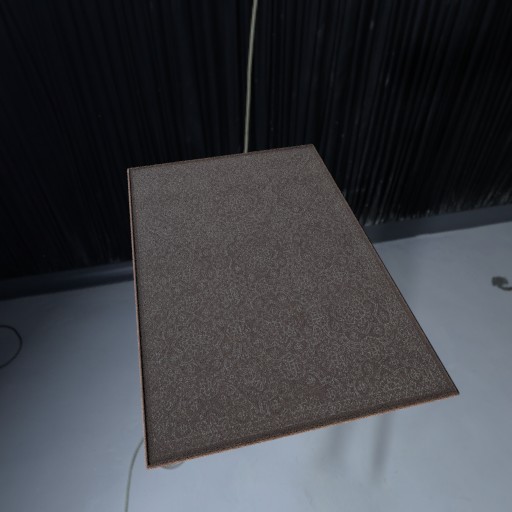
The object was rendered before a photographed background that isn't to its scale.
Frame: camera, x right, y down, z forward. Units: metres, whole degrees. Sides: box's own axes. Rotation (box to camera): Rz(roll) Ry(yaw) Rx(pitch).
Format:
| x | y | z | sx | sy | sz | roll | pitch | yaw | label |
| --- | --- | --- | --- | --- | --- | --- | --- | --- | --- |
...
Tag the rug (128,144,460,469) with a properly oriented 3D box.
| x | y | z | sx | sy | sz | roll | pitch | yaw | label |
| --- | --- | --- | --- | --- | --- | --- | --- | --- | --- |
| 0.000 | 0.000 | 2.816 | 1.524 | 0.011 | 2.286 | -10 | 47 | -9 | rug |
